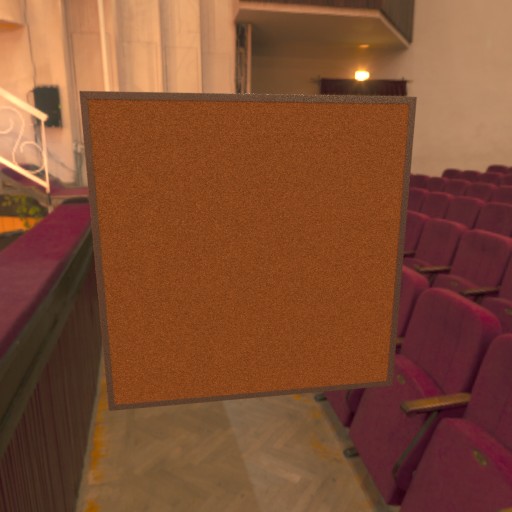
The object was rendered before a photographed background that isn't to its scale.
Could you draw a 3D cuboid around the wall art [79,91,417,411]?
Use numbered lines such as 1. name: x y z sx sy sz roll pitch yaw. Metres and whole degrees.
1. wall art: 0.000 0.000 0.509 0.349 0.349 0.028 -2 14 -9
